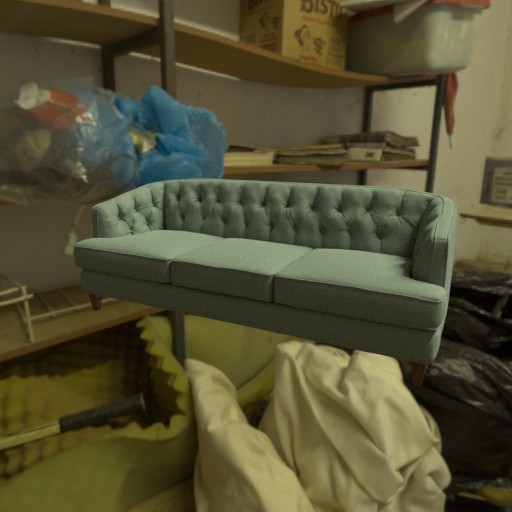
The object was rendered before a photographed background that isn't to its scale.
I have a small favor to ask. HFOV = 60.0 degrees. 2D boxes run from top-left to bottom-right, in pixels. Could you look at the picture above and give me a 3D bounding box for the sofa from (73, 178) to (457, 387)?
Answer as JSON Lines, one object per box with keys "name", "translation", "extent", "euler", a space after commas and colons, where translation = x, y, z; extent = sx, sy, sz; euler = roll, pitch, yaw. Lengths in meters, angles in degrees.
{"name": "sofa", "translation": [0.000, 0.000, 2.786], "extent": [2.278, 0.855, 0.941], "euler": [7, 16, 26]}
